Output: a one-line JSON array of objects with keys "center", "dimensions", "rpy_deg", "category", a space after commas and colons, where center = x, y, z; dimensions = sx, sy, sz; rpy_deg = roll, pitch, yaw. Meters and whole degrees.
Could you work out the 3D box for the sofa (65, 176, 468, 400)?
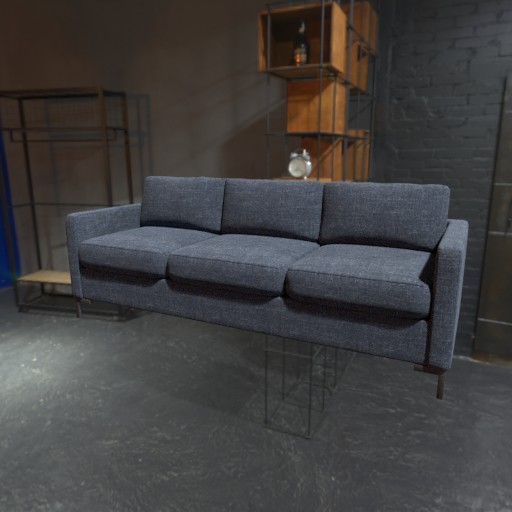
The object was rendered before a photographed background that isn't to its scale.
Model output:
[{"center": [0.000, 0.000, 2.618], "dimensions": [2.218, 0.874, 0.859], "rpy_deg": [6, 15, 26], "category": "sofa"}]
